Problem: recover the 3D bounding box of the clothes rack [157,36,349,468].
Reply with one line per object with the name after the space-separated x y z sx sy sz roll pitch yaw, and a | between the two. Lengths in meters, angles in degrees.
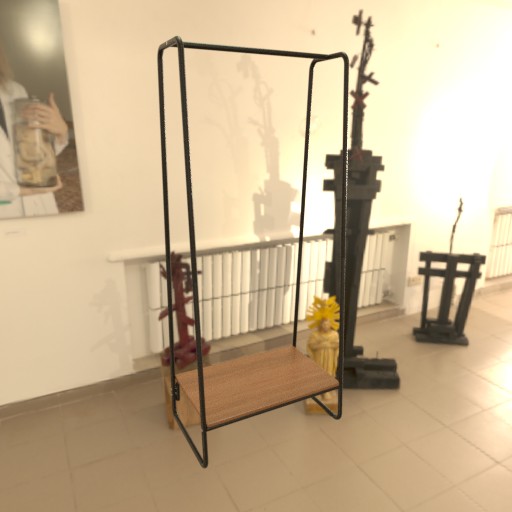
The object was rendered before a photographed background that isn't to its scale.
0.000 0.000 1.745 0.640 1.500 0.400 -8 18 -26 | clothes rack
